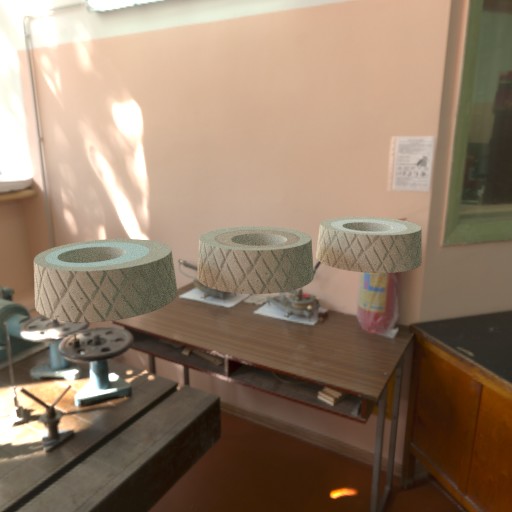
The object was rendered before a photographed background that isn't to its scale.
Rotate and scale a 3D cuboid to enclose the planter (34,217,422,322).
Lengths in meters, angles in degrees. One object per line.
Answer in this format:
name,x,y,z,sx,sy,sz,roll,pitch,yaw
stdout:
planter,0.000,0.000,0.429,0.390,0.038,0.114,-7,16,-25
